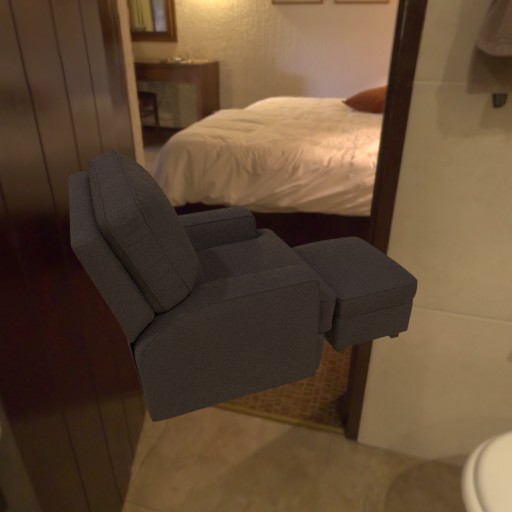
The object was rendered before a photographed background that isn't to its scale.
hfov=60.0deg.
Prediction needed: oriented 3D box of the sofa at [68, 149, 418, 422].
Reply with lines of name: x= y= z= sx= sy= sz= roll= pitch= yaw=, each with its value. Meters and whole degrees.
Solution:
sofa: x=0.000 y=0.000 z=2.028 sx=1.472 sy=0.959 sz=0.861 roll=-10 pitch=29 yaw=-19
